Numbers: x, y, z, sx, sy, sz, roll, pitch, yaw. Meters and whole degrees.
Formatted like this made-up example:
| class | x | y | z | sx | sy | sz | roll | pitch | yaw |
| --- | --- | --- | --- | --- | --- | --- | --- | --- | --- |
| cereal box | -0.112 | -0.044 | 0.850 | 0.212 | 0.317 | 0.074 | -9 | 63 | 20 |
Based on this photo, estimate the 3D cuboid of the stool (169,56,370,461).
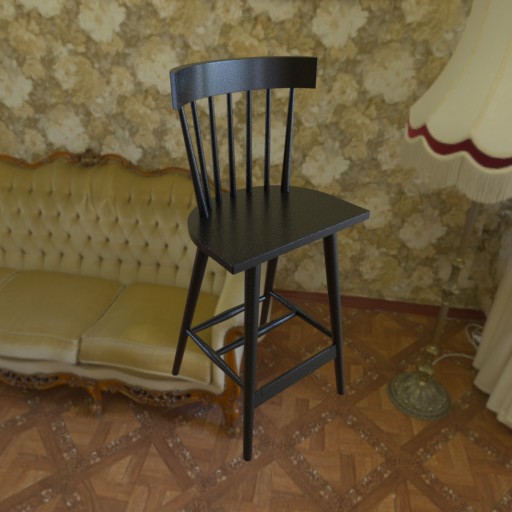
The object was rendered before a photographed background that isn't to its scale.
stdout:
| class | x | y | z | sx | sy | sz | roll | pitch | yaw |
| --- | --- | --- | --- | --- | --- | --- | --- | --- | --- |
| stool | 0.000 | 0.000 | 1.366 | 0.482 | 1.092 | 0.483 | -22 | 37 | -32 |
